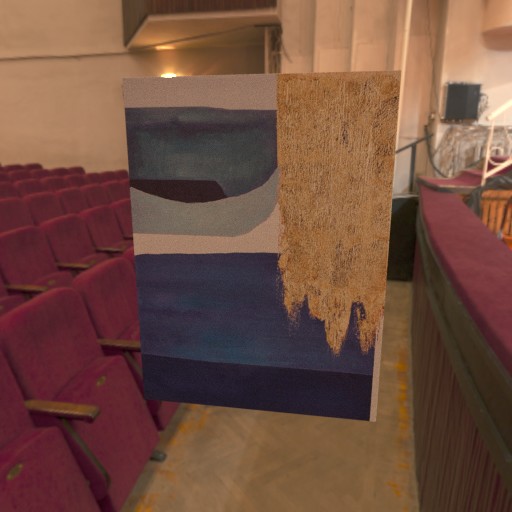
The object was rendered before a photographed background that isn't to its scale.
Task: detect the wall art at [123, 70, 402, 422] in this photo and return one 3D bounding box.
[{"bbox_3d":[0.000,0.000,0.804,0.458,0.613,0.026,2,14,9],"label":"wall art"}]
